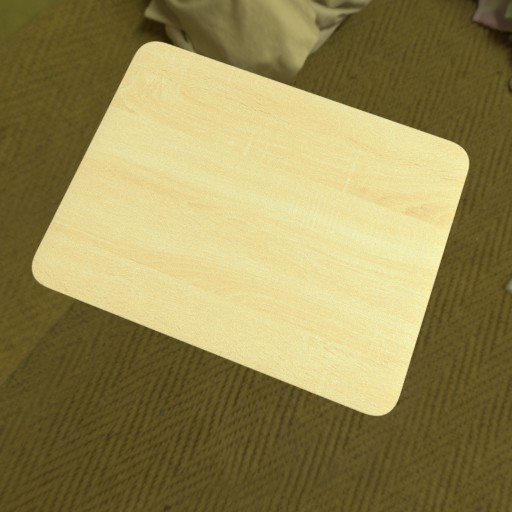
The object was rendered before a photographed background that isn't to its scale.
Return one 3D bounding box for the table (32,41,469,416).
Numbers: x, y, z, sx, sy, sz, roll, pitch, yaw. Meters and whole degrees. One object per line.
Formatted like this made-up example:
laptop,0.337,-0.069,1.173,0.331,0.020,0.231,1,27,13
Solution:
table,0.000,0.000,0.839,0.480,0.550,0.370,21,79,4
